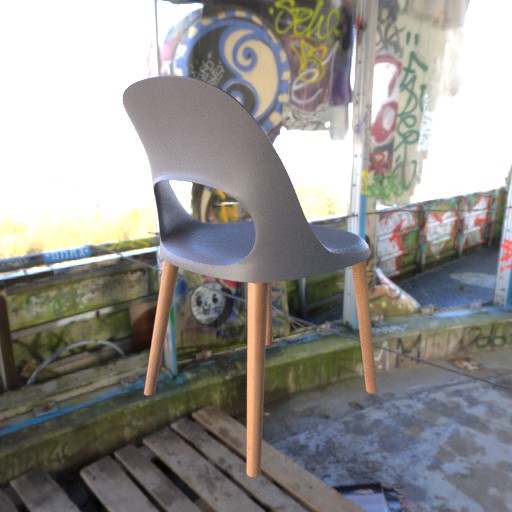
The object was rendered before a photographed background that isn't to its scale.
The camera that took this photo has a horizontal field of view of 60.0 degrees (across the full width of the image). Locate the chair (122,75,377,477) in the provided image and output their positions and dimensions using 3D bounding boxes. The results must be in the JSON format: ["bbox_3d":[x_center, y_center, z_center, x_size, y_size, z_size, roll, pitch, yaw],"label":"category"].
[{"bbox_3d":[0.000,0.000,1.121,0.556,0.795,0.470,-13,19,-42],"label":"chair"}]
